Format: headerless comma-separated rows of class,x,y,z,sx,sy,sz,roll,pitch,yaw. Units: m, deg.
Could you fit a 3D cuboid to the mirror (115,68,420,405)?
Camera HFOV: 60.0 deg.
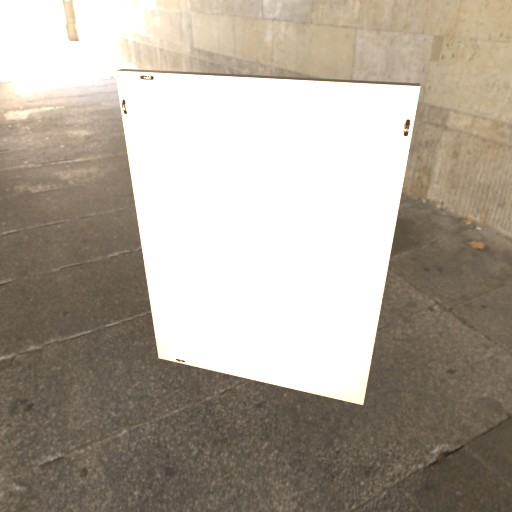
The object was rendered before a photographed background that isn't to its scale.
mirror,0.000,0.000,1.338,0.762,1.016,0.040,9,32,15
